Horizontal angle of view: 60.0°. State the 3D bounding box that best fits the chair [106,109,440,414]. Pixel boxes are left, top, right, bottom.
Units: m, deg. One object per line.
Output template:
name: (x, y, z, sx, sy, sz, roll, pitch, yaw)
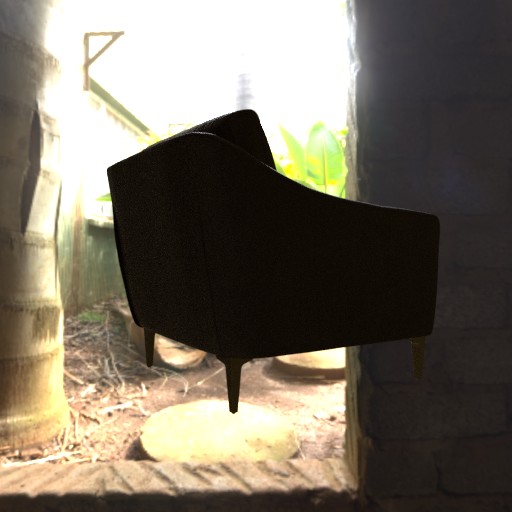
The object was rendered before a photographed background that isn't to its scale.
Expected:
chair: (0.000, 0.000, 1.711, 0.961, 0.901, 0.988, -1, 2, -36)
